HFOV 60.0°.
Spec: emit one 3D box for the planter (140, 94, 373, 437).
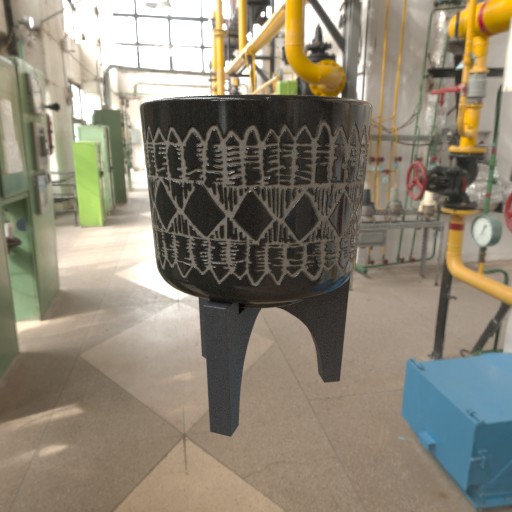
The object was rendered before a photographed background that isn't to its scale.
[{"bbox_3d":[0.000,0.000,0.275,0.129,0.177,0.129,0,15,0],"label":"planter"}]
